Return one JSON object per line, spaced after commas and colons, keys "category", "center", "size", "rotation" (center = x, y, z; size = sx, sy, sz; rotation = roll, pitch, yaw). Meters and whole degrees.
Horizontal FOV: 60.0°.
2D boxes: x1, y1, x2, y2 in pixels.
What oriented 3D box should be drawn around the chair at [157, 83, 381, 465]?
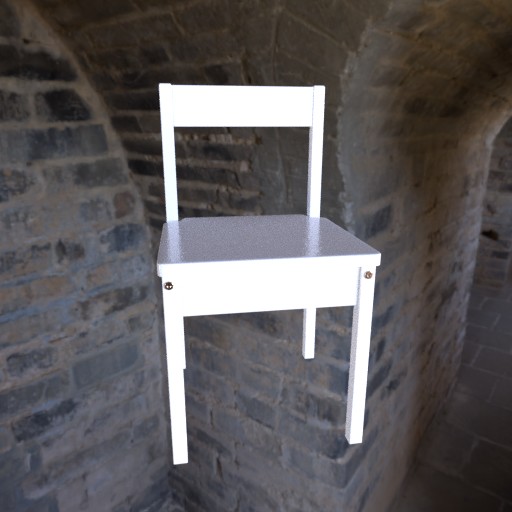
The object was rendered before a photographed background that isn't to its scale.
{"category": "chair", "center": [0.000, 0.000, 0.888], "size": [0.367, 0.668, 0.361], "rotation": [-3, 17, -9]}
